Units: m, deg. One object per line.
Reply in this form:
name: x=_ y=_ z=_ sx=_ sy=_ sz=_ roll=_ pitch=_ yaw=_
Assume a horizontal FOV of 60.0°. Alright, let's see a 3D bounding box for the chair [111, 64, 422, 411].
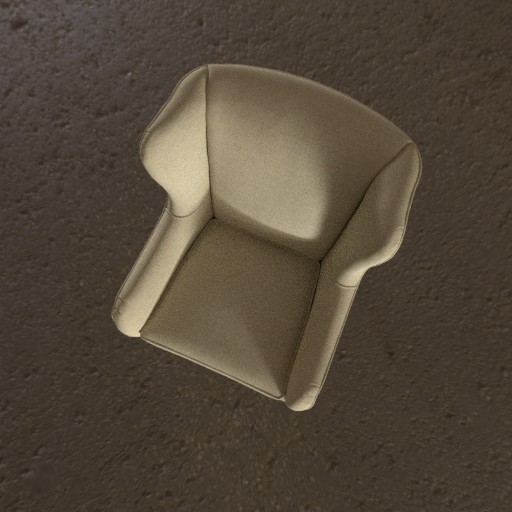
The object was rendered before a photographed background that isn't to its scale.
chair: x=0.000 y=0.000 z=1.762 sx=0.838 sy=1.040 sz=0.966 roll=23 pitch=77 yaw=6
